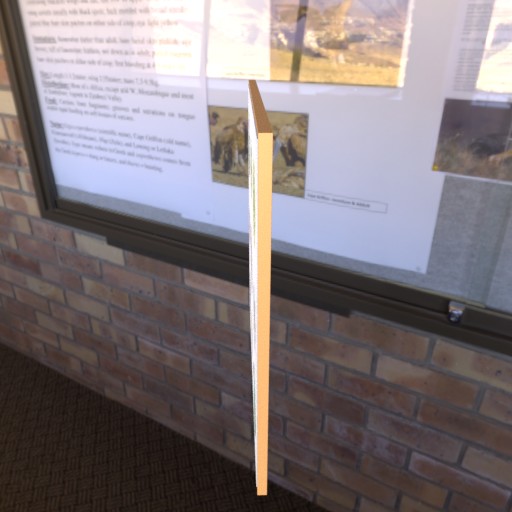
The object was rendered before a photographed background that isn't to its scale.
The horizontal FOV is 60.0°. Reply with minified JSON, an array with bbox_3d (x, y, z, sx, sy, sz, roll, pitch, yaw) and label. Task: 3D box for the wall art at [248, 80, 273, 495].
[{"bbox_3d":[0.000,0.000,0.668,0.013,0.455,0.457,-1,27,-2],"label":"wall art"}]
